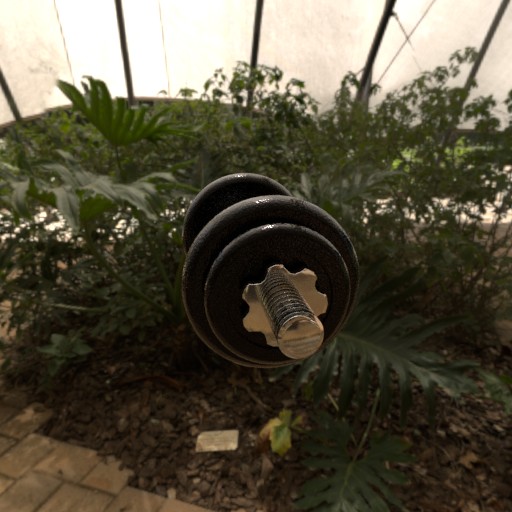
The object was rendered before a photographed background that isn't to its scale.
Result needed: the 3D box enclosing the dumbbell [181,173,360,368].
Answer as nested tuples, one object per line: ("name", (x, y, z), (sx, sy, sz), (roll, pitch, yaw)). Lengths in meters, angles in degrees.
("dumbbell", (0.000, 0.000, 0.610), (0.202, 0.202, 0.497), (-3, 17, -9))
